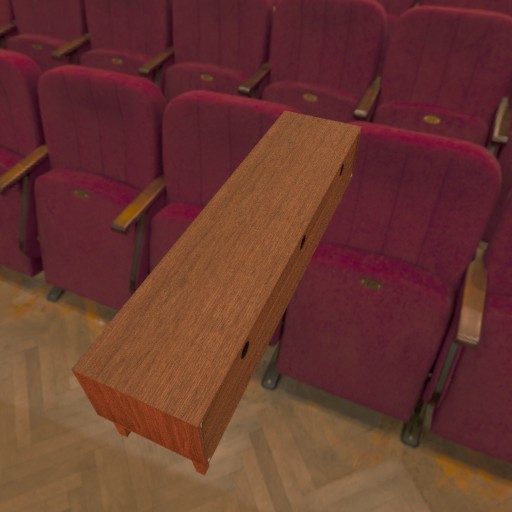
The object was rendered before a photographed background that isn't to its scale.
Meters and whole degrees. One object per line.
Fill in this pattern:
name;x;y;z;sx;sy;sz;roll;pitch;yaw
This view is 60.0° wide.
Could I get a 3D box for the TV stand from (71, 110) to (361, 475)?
TV stand;0.000;0.000;1.691;0.366;0.409;1.482;18;48;17
